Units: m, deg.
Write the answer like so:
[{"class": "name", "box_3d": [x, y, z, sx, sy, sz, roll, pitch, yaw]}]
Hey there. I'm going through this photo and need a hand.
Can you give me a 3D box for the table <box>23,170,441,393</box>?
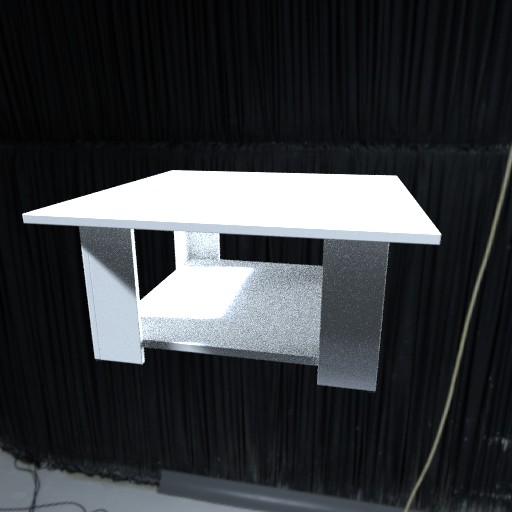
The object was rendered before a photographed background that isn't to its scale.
[{"class": "table", "box_3d": [0.000, 0.000, 1.046, 0.670, 0.305, 0.670, 4, 18, 11]}]
